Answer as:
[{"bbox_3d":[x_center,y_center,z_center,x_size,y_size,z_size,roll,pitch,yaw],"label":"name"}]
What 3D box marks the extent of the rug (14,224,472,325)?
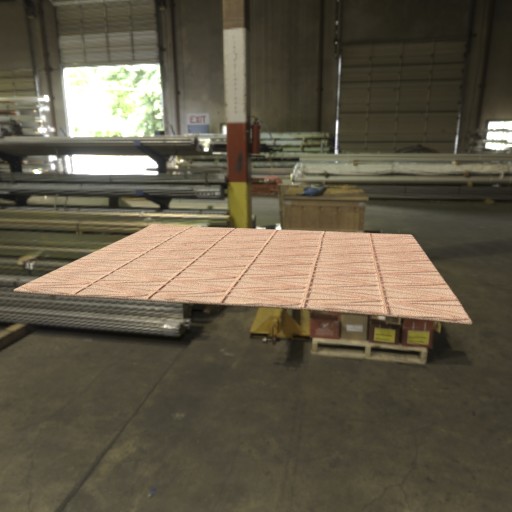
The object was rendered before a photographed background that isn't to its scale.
[{"bbox_3d":[0.000,0.000,4.011,3.052,0.043,2.453,3,15,10],"label":"rug"}]
